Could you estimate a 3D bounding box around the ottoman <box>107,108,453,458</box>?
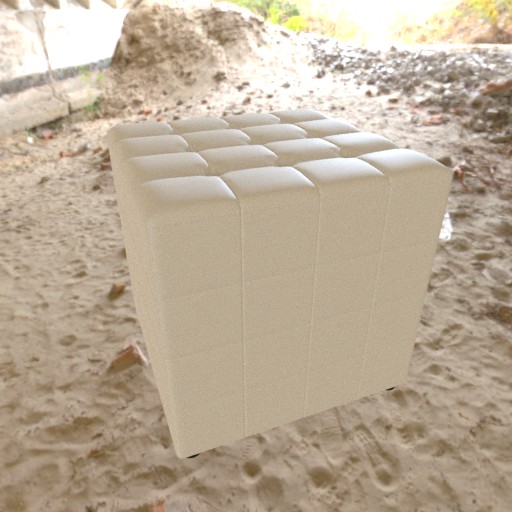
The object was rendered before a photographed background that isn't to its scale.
[{"bbox_3d":[0.000,0.000,0.810,0.425,0.432,0.425,-11,32,-19],"label":"ottoman"}]
